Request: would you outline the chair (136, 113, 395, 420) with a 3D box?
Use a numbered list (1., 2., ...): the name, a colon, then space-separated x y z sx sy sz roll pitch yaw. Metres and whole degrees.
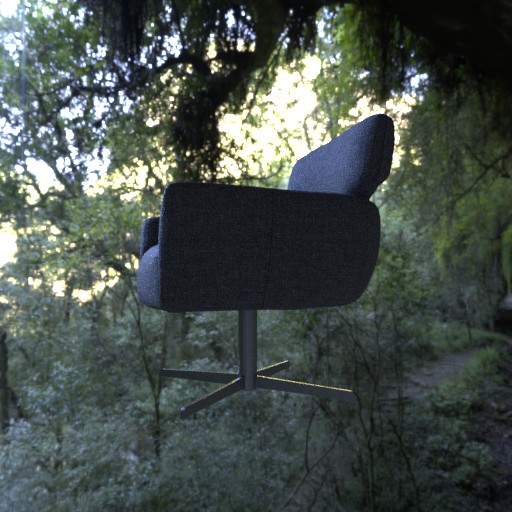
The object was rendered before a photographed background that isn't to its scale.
1. chair: 0.000 0.000 1.383 0.715 0.812 0.706 1 -3 -18
